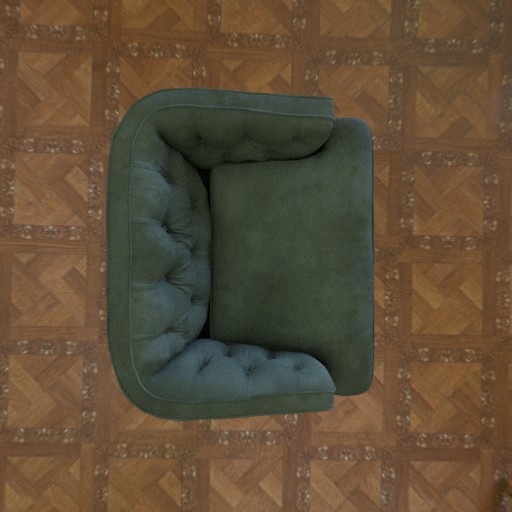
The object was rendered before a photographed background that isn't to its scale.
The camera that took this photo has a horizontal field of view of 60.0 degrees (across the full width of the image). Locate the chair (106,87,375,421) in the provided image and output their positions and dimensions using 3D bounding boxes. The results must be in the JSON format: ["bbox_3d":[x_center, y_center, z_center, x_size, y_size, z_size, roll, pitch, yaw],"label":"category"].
[{"bbox_3d":[0.000,0.000,1.768,0.941,0.852,1.104,0,90,-1],"label":"chair"}]
